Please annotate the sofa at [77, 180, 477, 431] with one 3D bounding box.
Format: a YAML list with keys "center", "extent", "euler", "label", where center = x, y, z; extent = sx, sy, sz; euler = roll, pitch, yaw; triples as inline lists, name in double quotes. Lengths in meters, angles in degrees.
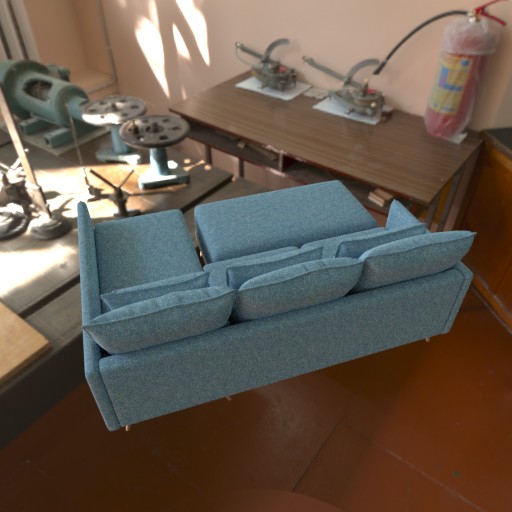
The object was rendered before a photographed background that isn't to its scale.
- center: [0.000, 0.000, 2.772]
  extent: [2.034, 0.899, 1.420]
  euler: [-12, 42, -14]
  label: "sofa"
